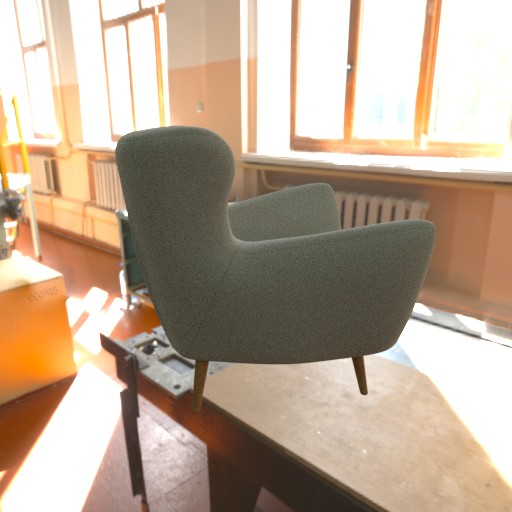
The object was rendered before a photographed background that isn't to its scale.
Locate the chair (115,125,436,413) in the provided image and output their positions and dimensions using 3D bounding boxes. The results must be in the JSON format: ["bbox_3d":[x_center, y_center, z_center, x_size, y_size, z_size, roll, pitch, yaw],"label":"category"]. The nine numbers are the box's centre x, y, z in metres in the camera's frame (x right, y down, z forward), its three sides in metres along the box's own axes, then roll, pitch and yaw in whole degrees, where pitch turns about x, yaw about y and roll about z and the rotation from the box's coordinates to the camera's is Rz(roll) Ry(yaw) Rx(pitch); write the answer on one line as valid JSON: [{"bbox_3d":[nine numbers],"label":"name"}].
[{"bbox_3d":[0.000,0.000,1.578,0.889,0.889,0.890,-3,17,-11],"label":"chair"}]
